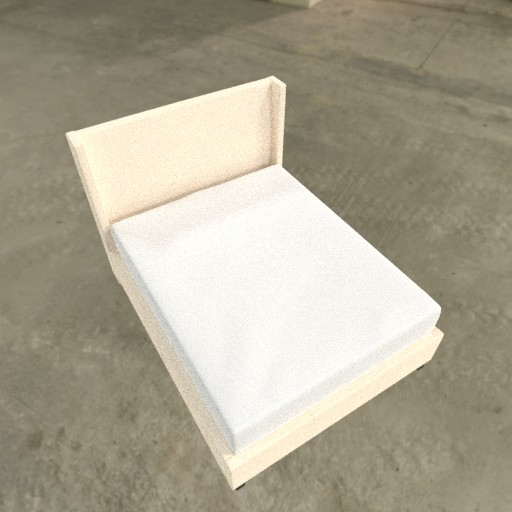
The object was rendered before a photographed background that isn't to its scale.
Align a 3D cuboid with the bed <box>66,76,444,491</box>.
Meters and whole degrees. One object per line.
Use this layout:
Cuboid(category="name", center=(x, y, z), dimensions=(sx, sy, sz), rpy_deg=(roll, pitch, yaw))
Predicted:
Cuboid(category="bed", center=(0.000, 0.000, 3.304), dimensions=(1.765, 1.471, 2.280), rpy_deg=(-24, 51, -22))
